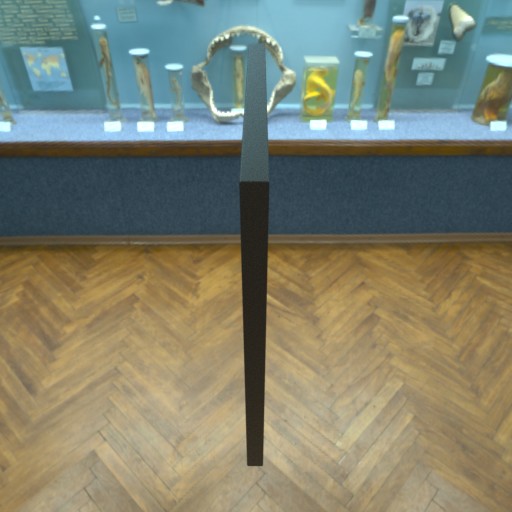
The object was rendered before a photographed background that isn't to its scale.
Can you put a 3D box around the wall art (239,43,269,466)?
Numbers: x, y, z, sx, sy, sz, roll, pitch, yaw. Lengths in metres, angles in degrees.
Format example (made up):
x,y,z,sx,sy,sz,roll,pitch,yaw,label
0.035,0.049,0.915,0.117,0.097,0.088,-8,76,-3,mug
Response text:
x,y,z,sx,sy,sz,roll,pitch,yaw,label
0.000,0.000,0.747,0.028,0.551,0.451,0,40,0,wall art
